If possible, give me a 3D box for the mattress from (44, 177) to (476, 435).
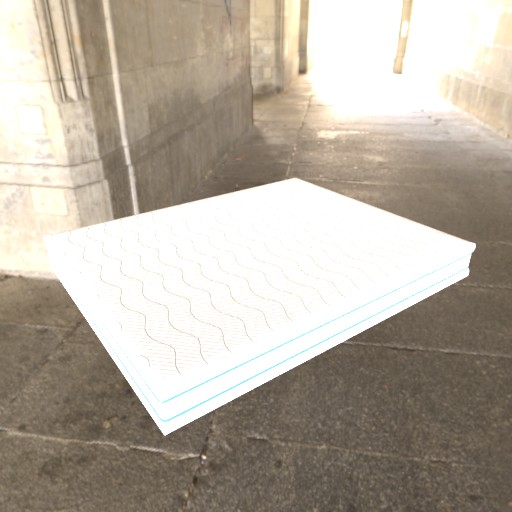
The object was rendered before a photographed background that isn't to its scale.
[{"bbox_3d":[0.000,0.000,2.667,2.000,0.230,1.600,-18,32,-32],"label":"mattress"}]
